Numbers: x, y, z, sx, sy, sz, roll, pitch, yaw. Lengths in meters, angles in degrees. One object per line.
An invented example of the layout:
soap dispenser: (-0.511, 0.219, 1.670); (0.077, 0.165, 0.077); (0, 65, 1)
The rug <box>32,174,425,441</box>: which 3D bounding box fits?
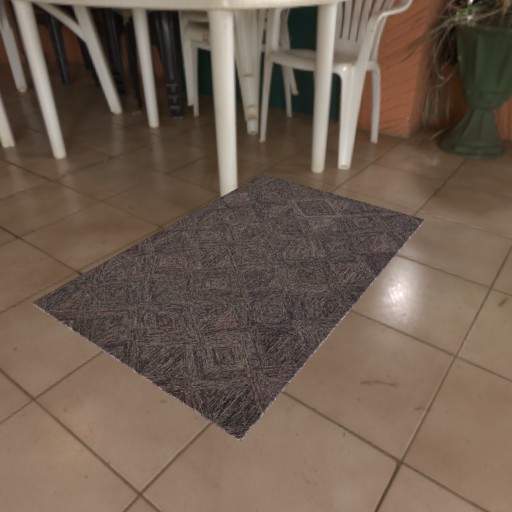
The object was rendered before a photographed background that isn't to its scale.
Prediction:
rug: (0.000, 0.000, 2.944); (1.501, 0.017, 2.298); (22, 39, 29)
